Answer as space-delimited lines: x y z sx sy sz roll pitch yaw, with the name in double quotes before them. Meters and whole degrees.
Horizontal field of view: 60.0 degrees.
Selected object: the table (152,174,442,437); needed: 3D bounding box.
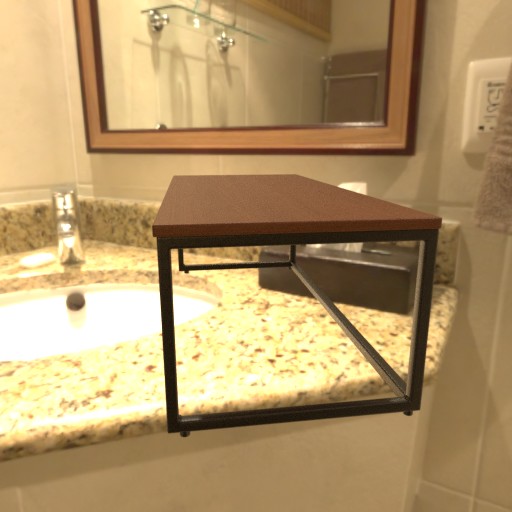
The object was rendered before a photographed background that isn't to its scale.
"table" 0.000 0.000 1.319 0.500 0.400 1.100 -2 15 -8
